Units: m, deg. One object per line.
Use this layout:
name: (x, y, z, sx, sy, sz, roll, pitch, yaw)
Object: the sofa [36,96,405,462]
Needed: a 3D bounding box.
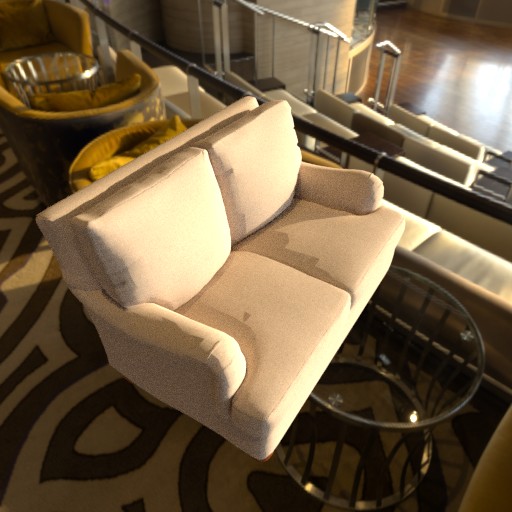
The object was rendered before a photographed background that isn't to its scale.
sofa: (0.000, 0.000, 2.193, 1.087, 1.048, 1.508, 23, 46, 24)
